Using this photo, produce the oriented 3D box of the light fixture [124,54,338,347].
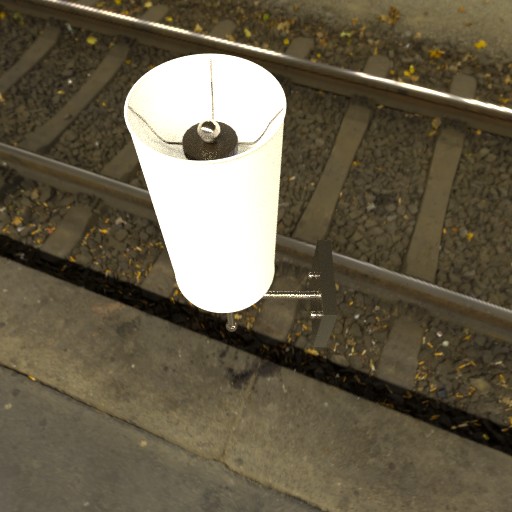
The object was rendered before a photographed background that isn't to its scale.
[{"bbox_3d":[0.000,0.000,0.549,0.208,0.462,0.128,1,58,0],"label":"light fixture"}]
